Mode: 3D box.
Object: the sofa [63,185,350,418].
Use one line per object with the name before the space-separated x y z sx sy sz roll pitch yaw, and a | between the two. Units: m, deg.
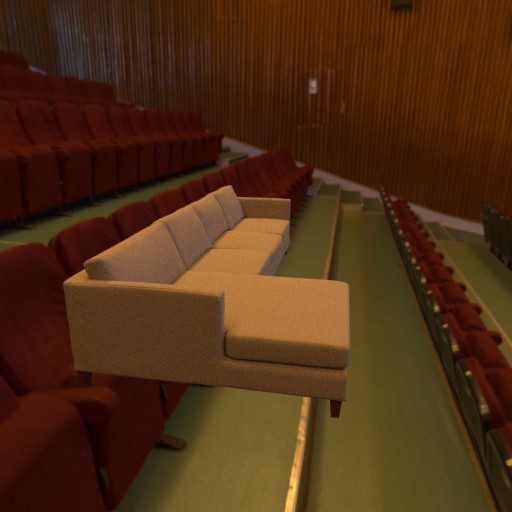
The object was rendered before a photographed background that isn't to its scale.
sofa | 0.000 0.000 3.905 1.625 0.846 3.186 3 17 11
